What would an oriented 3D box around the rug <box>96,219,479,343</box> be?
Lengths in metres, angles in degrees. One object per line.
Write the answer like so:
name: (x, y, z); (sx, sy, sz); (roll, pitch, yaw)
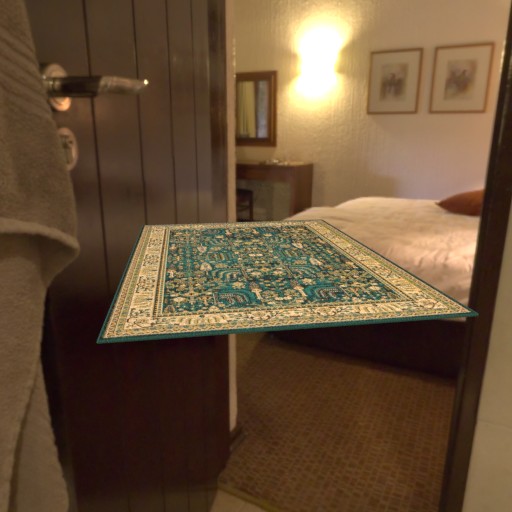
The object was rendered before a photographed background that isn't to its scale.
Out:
rug: (0.000, 0.000, 2.854); (1.594, 0.013, 2.213); (-3, 16, -9)
